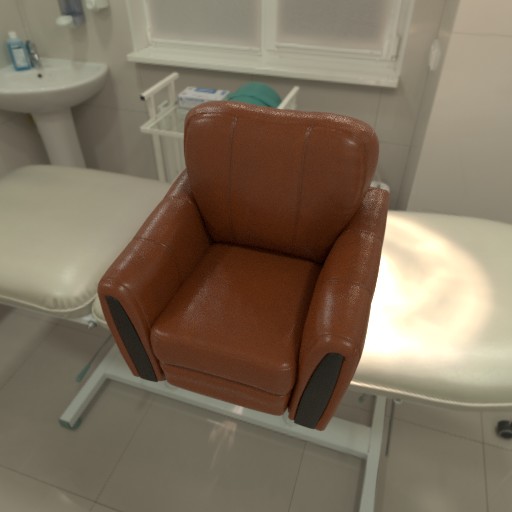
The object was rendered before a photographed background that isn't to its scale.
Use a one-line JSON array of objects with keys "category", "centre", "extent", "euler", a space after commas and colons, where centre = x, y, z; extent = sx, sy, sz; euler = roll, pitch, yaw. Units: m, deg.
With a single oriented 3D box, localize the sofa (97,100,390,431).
[{"category": "sofa", "centre": [0.000, 0.000, 1.559], "extent": [0.836, 0.876, 0.789], "euler": [12, 41, 14]}]
